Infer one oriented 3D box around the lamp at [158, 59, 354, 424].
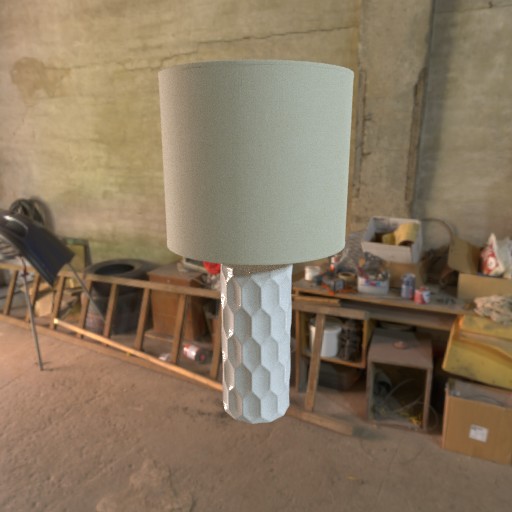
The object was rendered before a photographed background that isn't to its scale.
[{"bbox_3d":[0.000,0.000,0.707,0.277,0.537,0.277,-2,15,-8],"label":"lamp"}]
